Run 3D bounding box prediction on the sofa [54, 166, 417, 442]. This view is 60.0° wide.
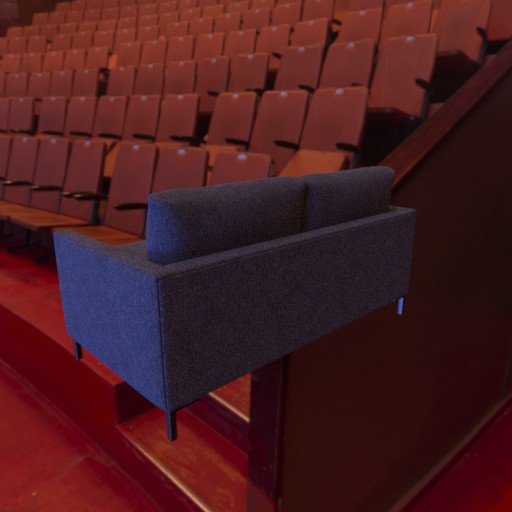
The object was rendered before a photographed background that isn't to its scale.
[{"bbox_3d":[0.000,0.000,2.269,1.716,0.862,0.866,-15,22,-42],"label":"sofa"}]
